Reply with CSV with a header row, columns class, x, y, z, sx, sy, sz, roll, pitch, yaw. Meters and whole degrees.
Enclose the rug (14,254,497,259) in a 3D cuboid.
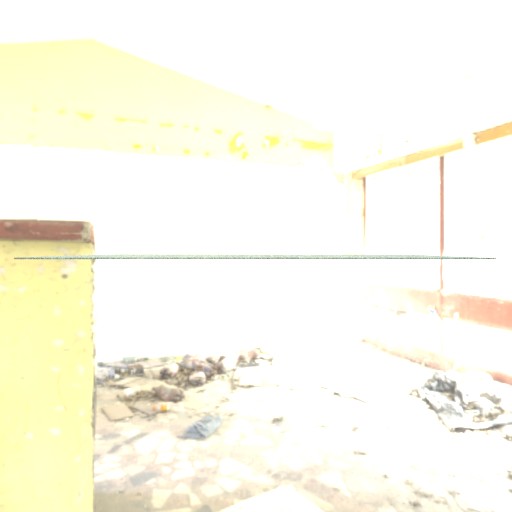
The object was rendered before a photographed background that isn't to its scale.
class,x,y,z,sx,sy,sz,roll,pitch,yaw
rug,0.000,0.000,2.179,1.752,0.006,1.142,0,1,1
